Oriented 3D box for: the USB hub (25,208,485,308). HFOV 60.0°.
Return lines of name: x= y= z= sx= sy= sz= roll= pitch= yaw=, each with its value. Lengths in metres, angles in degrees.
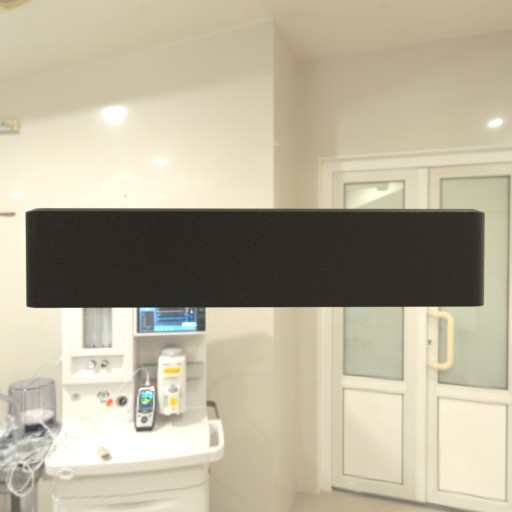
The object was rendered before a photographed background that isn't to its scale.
USB hub: x=0.000 y=0.000 z=0.124 sx=0.110 sy=0.023 sz=0.044 roll=0 pitch=1 yaw=-1
